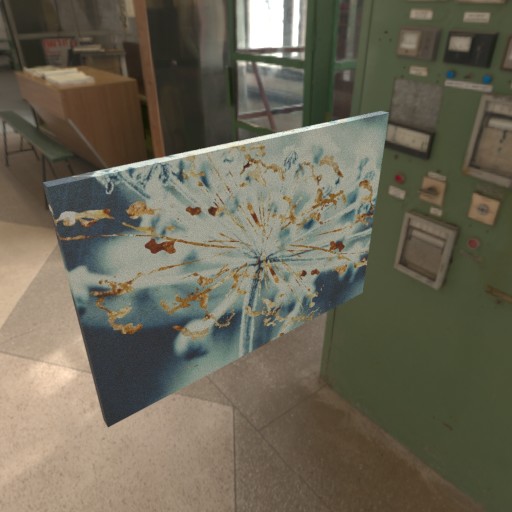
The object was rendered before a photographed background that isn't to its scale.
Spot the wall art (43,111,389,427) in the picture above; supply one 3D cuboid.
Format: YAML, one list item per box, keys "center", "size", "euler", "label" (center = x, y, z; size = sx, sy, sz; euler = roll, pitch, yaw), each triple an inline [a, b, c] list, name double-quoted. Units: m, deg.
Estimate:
- center: [0.000, 0.000, 1.438]
  size: [1.138, 0.759, 0.035]
  euler: [-21, 36, -32]
  label: "wall art"
